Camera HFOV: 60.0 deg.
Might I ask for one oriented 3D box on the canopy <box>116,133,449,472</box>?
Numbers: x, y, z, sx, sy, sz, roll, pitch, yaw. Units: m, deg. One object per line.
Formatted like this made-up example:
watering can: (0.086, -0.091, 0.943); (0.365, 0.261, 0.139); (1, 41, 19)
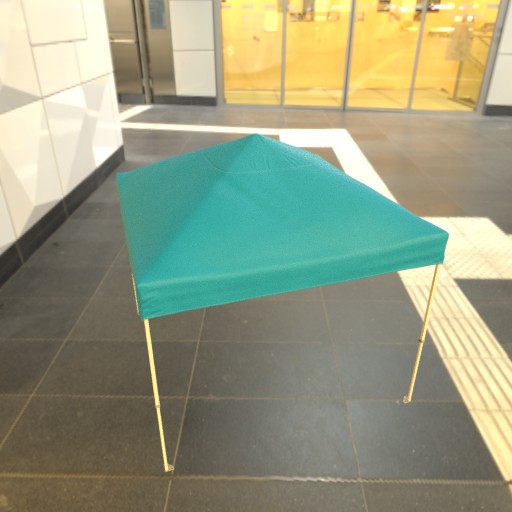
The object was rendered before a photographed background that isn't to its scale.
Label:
canopy: (0.000, 0.000, 5.475); (2.996, 2.997, 2.998); (-9, 30, -16)
